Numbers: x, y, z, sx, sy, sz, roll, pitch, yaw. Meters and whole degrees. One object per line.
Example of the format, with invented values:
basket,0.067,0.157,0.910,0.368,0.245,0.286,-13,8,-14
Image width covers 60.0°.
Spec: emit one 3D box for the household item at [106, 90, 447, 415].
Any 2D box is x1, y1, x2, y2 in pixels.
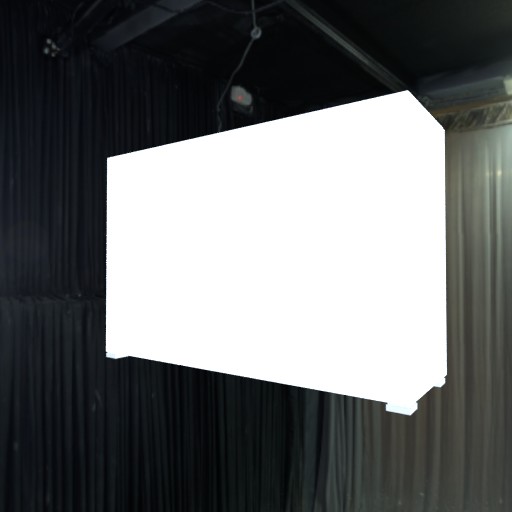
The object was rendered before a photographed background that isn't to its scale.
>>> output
household item,0.000,0.000,1.730,1.300,0.867,0.420,-1,-1,35
